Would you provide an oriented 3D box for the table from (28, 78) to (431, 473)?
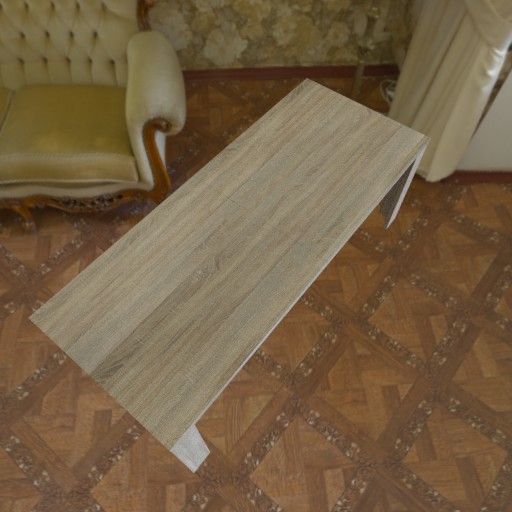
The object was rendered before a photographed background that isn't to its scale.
[{"bbox_3d":[0.000,0.000,2.661,0.900,0.790,2.200,34,64,19],"label":"table"}]
